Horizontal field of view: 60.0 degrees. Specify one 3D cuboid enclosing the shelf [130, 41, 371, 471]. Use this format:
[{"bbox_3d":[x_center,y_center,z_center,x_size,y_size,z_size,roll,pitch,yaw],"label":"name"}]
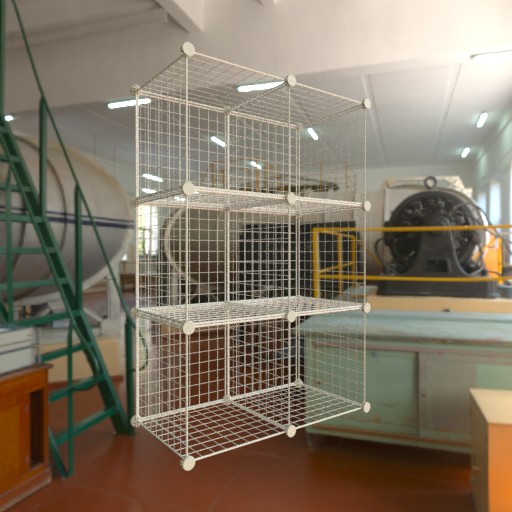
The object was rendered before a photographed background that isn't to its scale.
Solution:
[{"bbox_3d":[0.000,0.000,1.447,0.711,1.067,0.356,0,0,-36],"label":"shelf"}]
